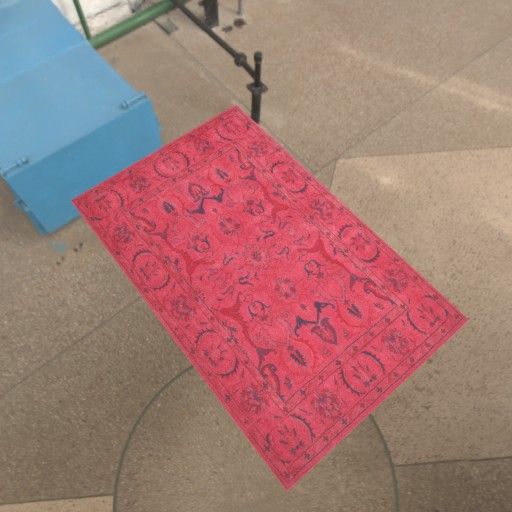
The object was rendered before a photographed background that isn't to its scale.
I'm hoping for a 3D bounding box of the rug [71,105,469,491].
[{"bbox_3d":[0.000,0.000,3.035,1.534,0.010,2.423,-36,68,-17],"label":"rug"}]
